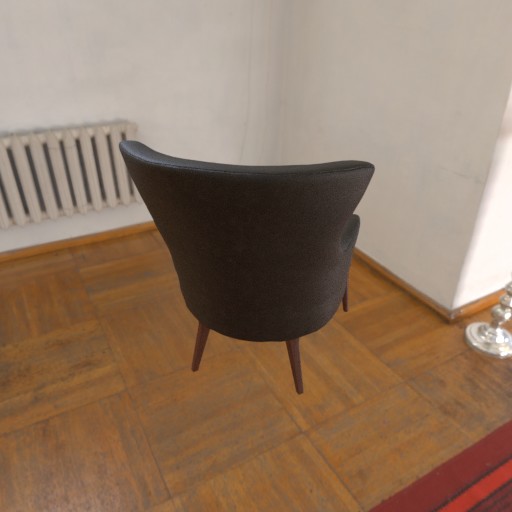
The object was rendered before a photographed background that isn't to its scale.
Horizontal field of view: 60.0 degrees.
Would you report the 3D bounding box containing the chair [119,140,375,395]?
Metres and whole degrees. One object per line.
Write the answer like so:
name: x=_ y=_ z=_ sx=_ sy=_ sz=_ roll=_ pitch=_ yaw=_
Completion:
chair: x=0.000 y=0.000 z=1.774 sx=0.819 sy=1.068 sz=0.954 roll=8 pitch=32 yaw=13
